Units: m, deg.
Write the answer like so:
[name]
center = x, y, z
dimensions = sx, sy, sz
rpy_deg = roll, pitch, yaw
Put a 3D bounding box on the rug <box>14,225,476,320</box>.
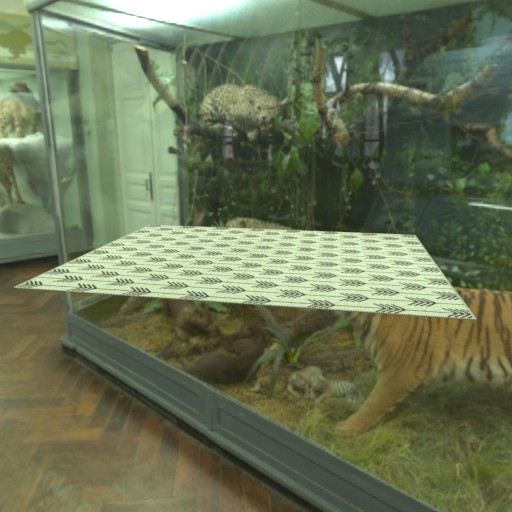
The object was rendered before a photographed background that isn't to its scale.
[rug]
center = 0.000, 0.000, 3.961
dimensions = 3.061, 0.010, 2.330
rpy_deg = 3, 15, 10
